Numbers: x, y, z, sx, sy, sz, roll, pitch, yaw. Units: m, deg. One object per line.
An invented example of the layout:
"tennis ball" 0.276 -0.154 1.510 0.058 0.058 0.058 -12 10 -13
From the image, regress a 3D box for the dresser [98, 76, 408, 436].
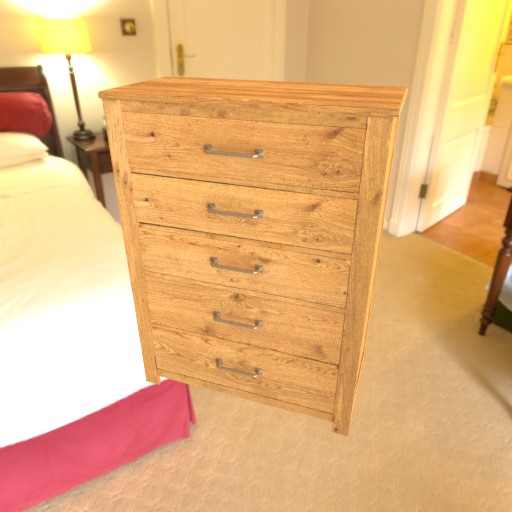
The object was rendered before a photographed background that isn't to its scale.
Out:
"dresser" 0.000 0.000 2.018 1.081 1.431 0.558 9 30 17
